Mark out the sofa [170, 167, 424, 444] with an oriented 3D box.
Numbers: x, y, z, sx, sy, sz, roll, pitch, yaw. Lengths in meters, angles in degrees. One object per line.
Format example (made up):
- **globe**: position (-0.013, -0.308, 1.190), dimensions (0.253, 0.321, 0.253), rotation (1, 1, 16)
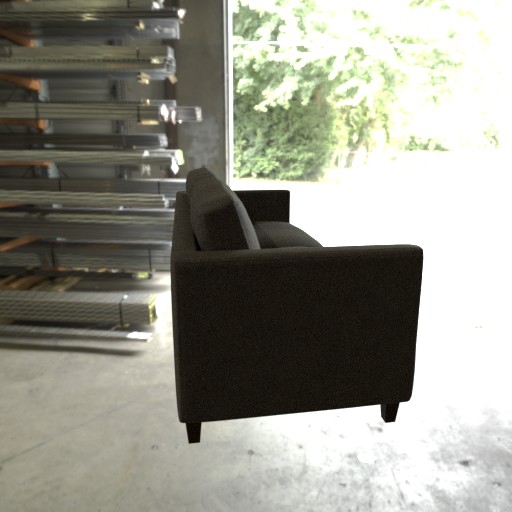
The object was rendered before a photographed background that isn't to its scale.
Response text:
- **sofa**: position (0.000, 0.000, 2.644), dimensions (0.951, 0.965, 2.208), rotation (-2, 14, -9)
